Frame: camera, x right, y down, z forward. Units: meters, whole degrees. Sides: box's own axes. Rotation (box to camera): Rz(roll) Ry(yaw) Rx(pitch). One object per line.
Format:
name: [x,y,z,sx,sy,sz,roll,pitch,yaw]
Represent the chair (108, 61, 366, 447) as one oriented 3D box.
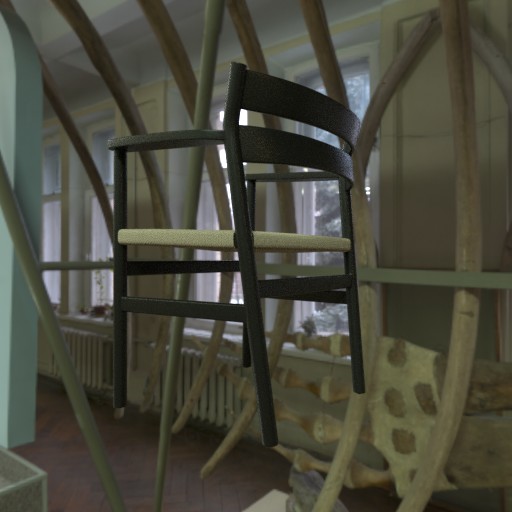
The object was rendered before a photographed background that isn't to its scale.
chair: [0.000,0.000,1.195,0.508,0.775,0.630,0,0,37]
